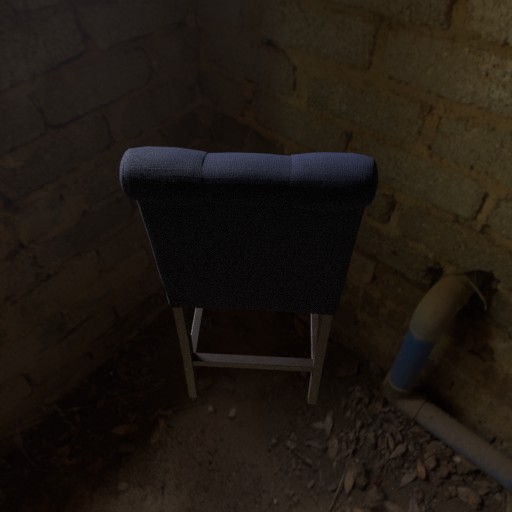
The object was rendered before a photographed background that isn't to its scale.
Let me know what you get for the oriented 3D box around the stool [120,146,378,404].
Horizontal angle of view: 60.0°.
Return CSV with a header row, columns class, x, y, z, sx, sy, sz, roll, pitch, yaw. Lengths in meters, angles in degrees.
class,x,y,z,sx,sy,sz,roll,pitch,yaw
stool,0.000,0.000,1.314,0.493,1.010,0.601,2,46,2
